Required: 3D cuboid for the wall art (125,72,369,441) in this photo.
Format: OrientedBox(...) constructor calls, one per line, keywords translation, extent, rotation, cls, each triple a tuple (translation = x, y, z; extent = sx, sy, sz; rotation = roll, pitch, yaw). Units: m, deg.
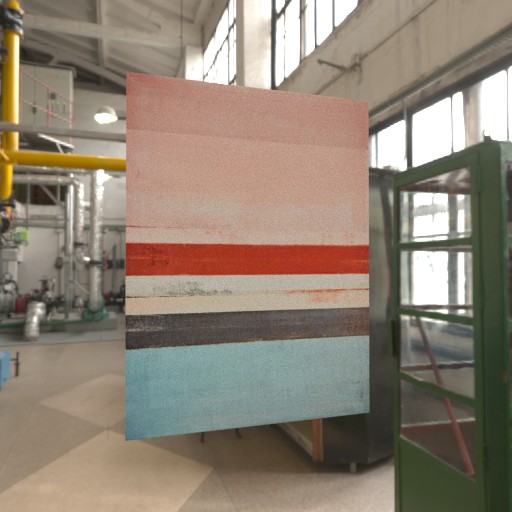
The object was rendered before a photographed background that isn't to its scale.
OrientedBox(translation=(0.000, 0.000, 1.351), extent=(0.761, 1.016, 0.039), rotation=(0, -1, -17), cls="wall art")
